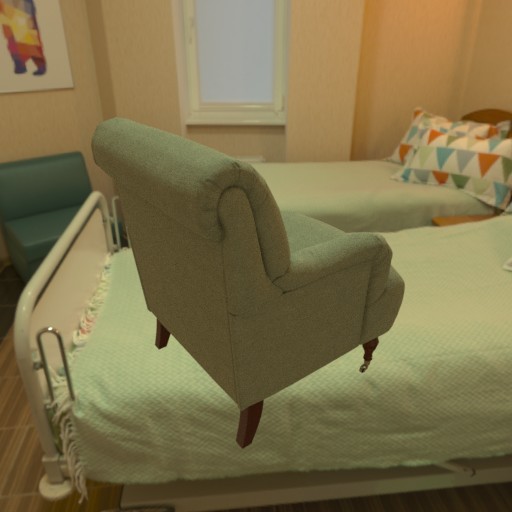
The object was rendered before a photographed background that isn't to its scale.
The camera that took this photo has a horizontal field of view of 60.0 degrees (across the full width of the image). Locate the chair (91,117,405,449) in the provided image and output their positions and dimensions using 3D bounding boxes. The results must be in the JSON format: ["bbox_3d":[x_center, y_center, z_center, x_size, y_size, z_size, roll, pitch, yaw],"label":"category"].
[{"bbox_3d":[0.000,0.000,1.994,1.060,1.178,0.964,-18,32,-32],"label":"chair"}]
